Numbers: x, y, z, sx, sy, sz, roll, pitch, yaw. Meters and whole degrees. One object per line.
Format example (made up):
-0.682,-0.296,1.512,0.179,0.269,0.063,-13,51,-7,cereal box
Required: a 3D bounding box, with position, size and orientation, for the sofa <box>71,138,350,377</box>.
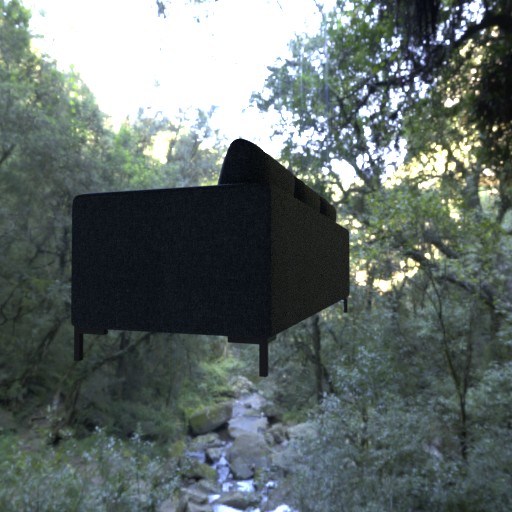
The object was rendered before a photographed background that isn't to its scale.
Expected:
0.000,0.000,2.681,0.859,0.874,2.218,0,-1,19,sofa
